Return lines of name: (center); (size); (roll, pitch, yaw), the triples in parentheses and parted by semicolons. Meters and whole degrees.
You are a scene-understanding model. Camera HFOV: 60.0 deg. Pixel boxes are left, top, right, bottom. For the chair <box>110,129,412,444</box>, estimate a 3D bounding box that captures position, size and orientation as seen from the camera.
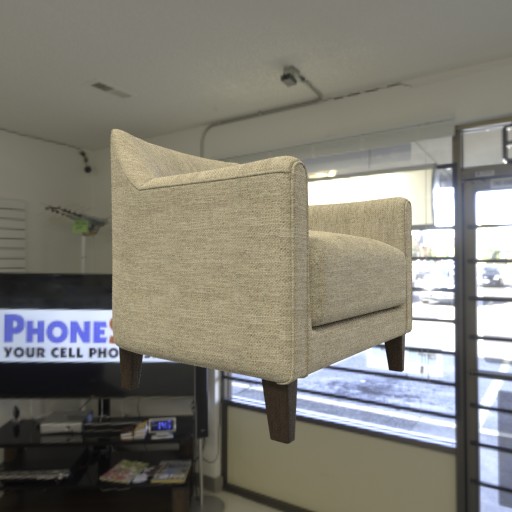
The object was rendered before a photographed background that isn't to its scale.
chair: (0.000, 0.000, 1.386); (0.758, 0.761, 0.796); (0, -1, 36)
